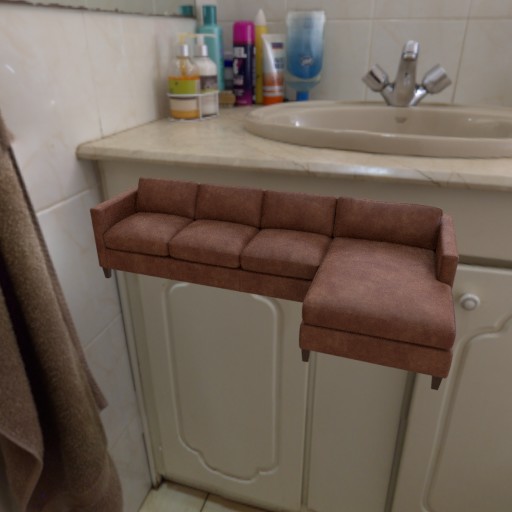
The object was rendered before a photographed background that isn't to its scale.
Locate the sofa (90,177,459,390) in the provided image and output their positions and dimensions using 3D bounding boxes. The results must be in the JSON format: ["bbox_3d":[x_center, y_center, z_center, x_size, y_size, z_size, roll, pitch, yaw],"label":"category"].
[{"bbox_3d":[0.000,0.000,3.909,3.203,0.883,1.581,8,27,17],"label":"sofa"}]
